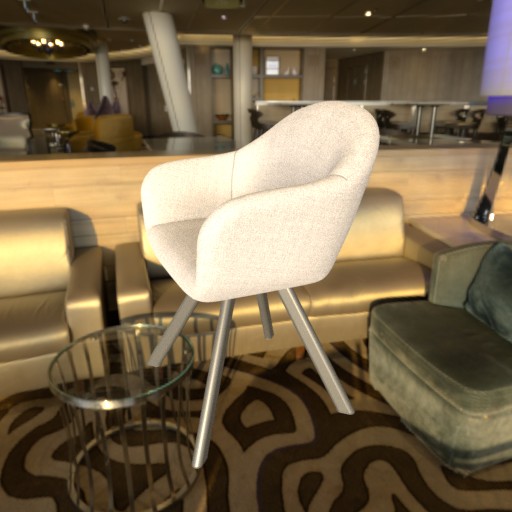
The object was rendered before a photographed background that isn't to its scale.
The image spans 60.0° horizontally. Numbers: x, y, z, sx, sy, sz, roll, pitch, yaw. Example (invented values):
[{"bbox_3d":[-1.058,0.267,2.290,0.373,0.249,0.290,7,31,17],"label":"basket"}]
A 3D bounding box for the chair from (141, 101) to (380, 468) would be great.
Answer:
[{"bbox_3d":[0.000,0.000,1.202,0.550,0.795,0.590,-9,21,-24],"label":"chair"}]
